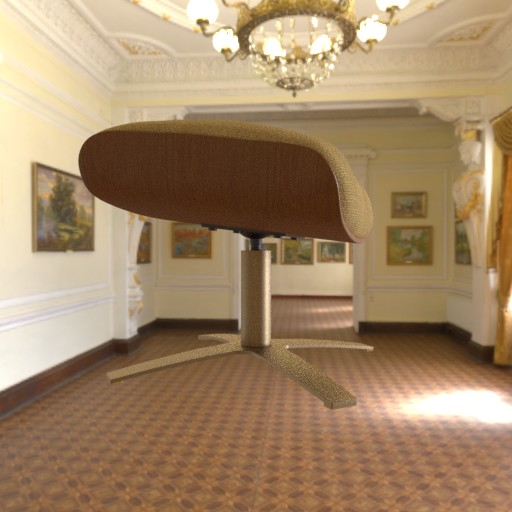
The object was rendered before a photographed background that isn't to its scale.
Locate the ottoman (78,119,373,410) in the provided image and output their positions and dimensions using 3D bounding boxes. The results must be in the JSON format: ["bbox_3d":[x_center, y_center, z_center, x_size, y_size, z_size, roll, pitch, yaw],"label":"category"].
[{"bbox_3d":[0.000,0.000,0.806,0.394,0.391,0.520,0,1,18],"label":"ottoman"}]
